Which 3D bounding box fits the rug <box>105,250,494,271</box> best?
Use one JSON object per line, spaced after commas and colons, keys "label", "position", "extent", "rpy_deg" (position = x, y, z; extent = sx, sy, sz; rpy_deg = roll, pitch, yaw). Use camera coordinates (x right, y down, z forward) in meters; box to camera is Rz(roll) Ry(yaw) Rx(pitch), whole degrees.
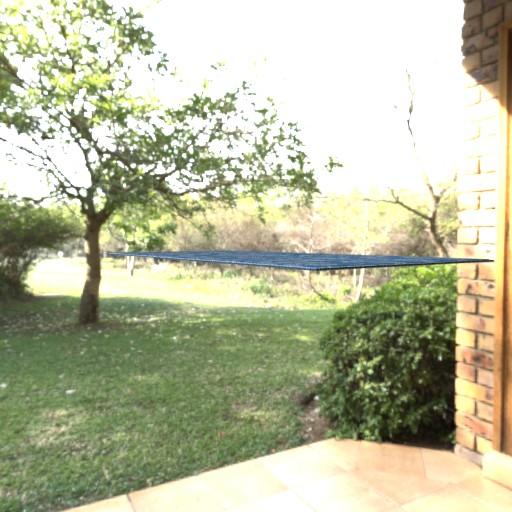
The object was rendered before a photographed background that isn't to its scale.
{"label": "rug", "position": [0.000, 0.000, 1.434], "extent": [0.604, 0.007, 1.219], "rpy_deg": [-1, 2, -35]}
